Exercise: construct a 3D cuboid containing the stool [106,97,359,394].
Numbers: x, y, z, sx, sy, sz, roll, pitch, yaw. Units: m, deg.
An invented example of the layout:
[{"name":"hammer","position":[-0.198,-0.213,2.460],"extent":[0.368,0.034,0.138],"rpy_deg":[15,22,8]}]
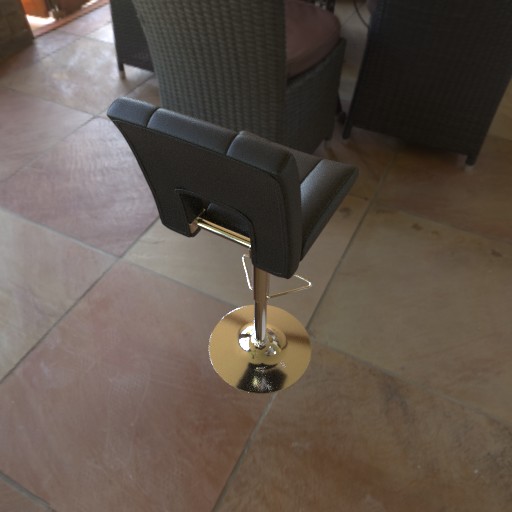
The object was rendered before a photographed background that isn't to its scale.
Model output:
[{"name":"stool","position":[0.000,0.000,1.353],"extent":[0.415,1.151,0.520],"rpy_deg":[23,52,20]}]
